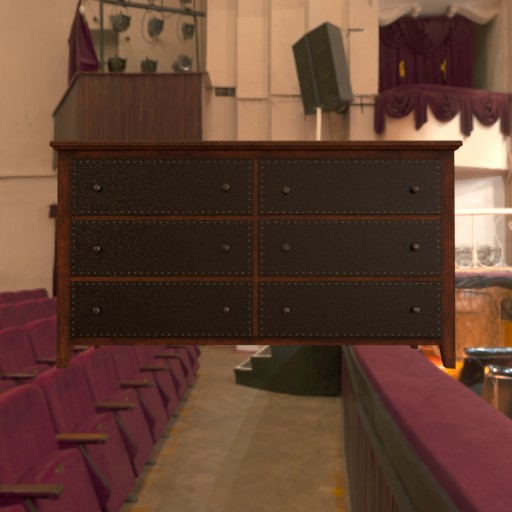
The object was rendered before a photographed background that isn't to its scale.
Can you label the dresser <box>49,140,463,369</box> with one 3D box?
[{"bbox_3d":[0.000,0.000,1.879,1.551,0.856,0.463,0,-1,0],"label":"dresser"}]
